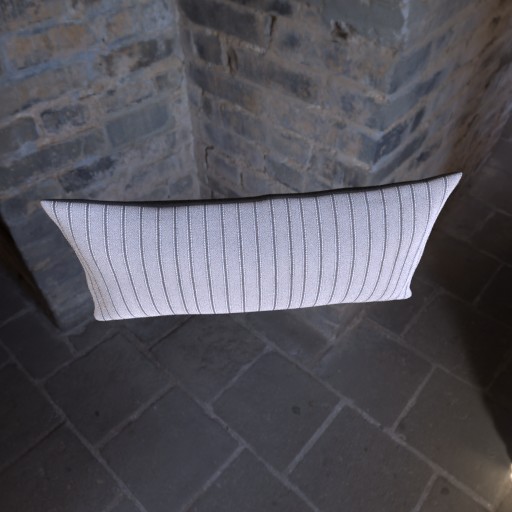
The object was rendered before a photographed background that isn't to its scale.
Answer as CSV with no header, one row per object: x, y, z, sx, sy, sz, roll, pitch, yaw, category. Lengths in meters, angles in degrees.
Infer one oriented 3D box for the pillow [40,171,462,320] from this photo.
0.000,0.000,0.742,0.609,0.305,0.151,-3,46,-3,pillow
